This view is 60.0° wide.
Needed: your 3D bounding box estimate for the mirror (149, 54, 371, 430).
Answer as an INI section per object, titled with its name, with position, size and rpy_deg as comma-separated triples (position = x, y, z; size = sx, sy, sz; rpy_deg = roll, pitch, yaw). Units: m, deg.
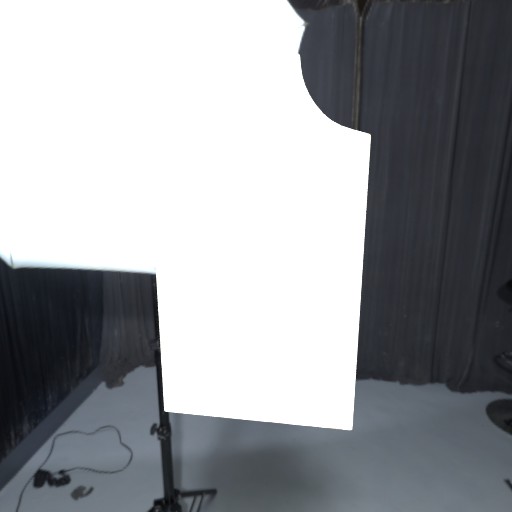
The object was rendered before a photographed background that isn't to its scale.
[mirror]
position = 0.000, 0.000, 0.862
size = 0.403, 0.717, 0.022
rpy_deg = 2, 15, 9
